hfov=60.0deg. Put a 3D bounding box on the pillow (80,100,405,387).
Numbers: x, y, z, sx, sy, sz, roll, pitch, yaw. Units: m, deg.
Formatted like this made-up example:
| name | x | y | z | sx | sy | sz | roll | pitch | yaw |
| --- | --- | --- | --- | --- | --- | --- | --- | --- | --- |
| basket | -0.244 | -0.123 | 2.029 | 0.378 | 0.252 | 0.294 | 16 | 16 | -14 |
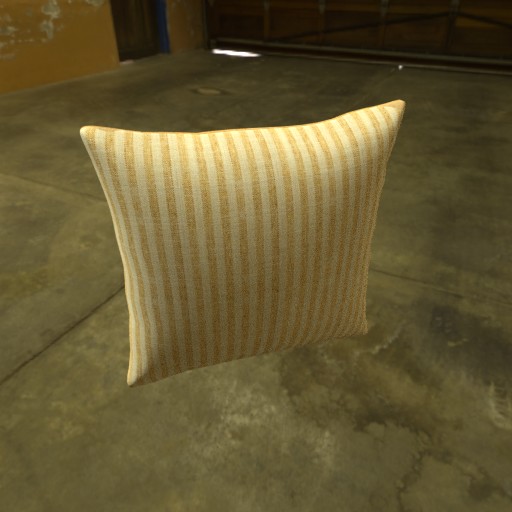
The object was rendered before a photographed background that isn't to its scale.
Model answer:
| name | x | y | z | sx | sy | sz | roll | pitch | yaw |
| --- | --- | --- | --- | --- | --- | --- | --- | --- | --- |
| pillow | 0.000 | 0.000 | 0.641 | 0.419 | 0.407 | 0.173 | -10 | 33 | -15 |
